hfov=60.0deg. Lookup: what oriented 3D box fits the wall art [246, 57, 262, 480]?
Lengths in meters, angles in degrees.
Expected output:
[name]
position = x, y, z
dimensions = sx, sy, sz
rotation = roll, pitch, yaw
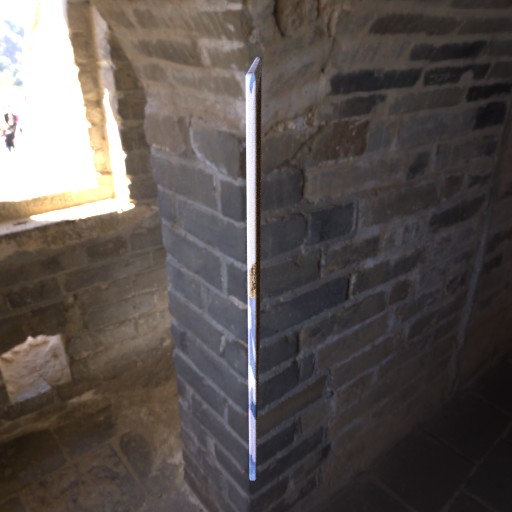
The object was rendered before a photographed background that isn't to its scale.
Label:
[wall art]
position = 0.000, 0.000, 1.144
dimensions = 0.016, 0.914, 0.610
rotation = 1, 26, 1
